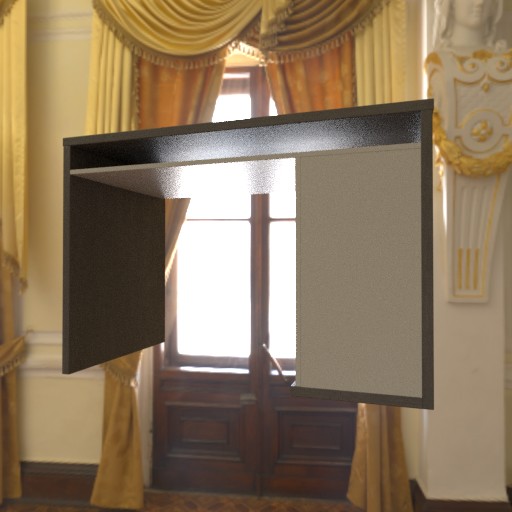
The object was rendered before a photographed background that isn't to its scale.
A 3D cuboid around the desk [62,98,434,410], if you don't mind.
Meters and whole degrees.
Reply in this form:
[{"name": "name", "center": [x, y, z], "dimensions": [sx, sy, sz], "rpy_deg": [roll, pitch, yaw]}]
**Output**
[{"name": "desk", "center": [0.000, 0.000, 1.520], "dimensions": [1.100, 0.750, 0.600], "rpy_deg": [0, -1, 18]}]
